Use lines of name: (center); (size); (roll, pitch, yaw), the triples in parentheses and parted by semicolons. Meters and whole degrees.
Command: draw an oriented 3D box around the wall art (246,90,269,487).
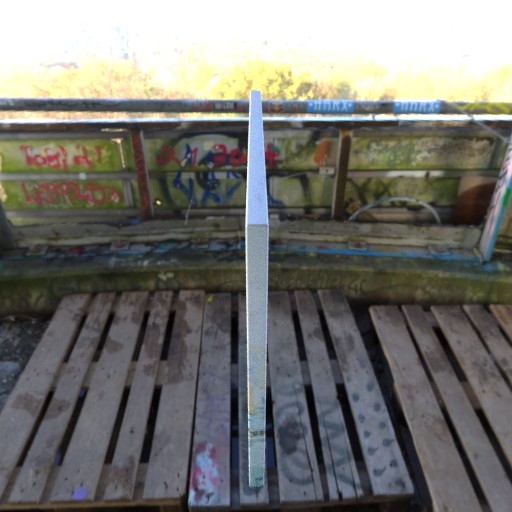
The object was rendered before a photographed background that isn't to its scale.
wall art: (0.000, 0.000, 1.361); (0.038, 0.762, 1.016); (0, 32, 0)
